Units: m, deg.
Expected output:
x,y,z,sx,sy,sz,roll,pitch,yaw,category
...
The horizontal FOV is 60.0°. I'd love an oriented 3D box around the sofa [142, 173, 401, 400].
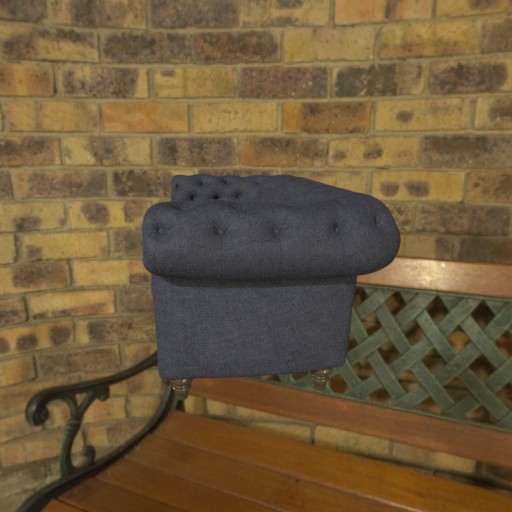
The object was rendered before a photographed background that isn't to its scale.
x,y,z,sx,sy,sz,roll,pitch,yaw,category
0.000,0.000,2.514,1.082,0.833,1.988,-2,14,-7,sofa
